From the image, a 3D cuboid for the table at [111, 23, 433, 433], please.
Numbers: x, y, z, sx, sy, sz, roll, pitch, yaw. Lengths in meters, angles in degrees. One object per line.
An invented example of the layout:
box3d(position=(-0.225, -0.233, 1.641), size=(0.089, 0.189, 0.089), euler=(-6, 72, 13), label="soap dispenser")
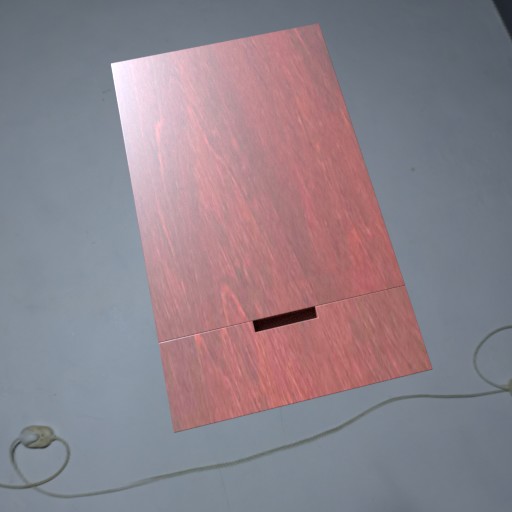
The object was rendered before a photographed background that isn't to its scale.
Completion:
box3d(position=(0.000, 0.000, 0.960), size=(0.356, 0.612, 0.584), euler=(-13, 75, -3), label="table")
